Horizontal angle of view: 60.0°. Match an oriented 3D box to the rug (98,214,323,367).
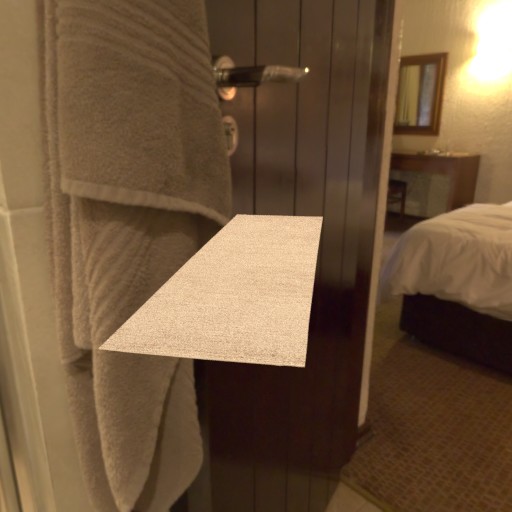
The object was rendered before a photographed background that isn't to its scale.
[{"bbox_3d":[0.000,0.000,2.572,0.712,0.013,2.346,3,17,9],"label":"rug"}]
